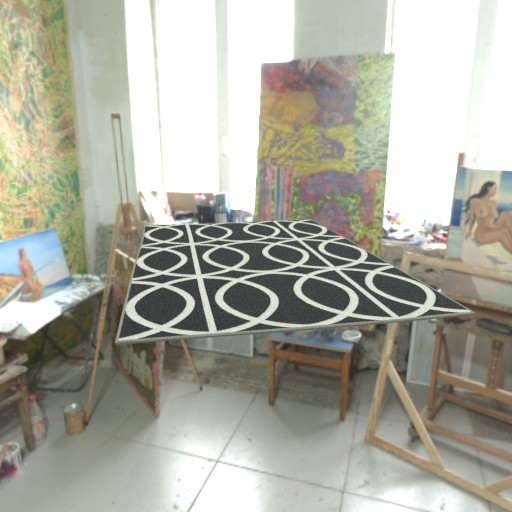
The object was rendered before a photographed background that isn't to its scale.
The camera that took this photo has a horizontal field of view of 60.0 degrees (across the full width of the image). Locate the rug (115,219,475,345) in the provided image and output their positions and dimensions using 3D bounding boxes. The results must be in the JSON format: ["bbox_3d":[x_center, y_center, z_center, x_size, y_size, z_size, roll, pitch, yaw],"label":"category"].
[{"bbox_3d":[0.000,0.000,2.872,1.526,0.014,2.290,-3,16,-11],"label":"rug"}]
